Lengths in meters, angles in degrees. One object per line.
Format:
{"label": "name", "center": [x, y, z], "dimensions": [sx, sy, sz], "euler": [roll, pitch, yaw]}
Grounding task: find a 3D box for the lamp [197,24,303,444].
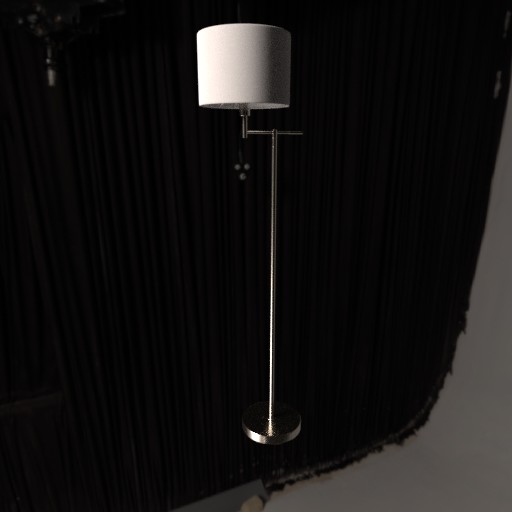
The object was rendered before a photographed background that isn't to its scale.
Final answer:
{"label": "lamp", "center": [0.000, 0.000, 1.766], "dimensions": [0.416, 1.600, 0.324], "euler": [-7, 17, -25]}
